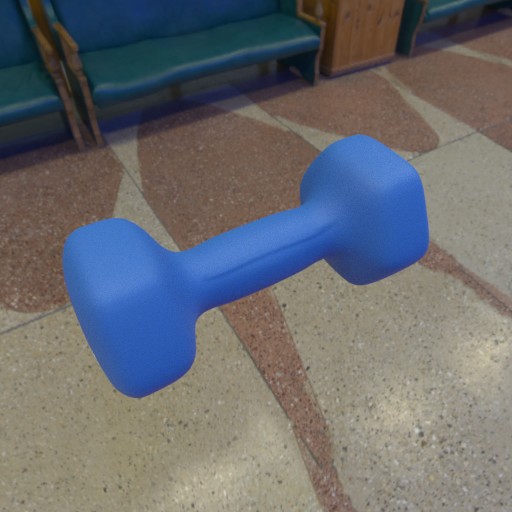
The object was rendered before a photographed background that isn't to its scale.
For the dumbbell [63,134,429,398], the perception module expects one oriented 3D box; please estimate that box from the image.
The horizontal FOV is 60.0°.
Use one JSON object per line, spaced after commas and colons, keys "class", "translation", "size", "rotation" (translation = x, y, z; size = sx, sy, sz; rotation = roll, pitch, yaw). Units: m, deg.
{"class": "dumbbell", "translation": [0.000, 0.000, 0.270], "size": [0.212, 0.093, 0.103], "rotation": [-22, 50, -20]}
